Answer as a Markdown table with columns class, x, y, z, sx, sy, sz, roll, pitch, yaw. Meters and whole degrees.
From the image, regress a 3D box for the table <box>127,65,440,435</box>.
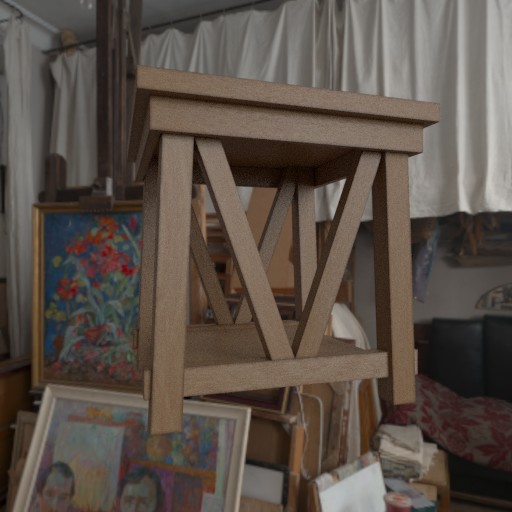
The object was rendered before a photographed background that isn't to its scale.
| class | x | y | z | sx | sy | sz | roll | pitch | yaw |
| --- | --- | --- | --- | --- | --- | --- | --- | --- | --- |
| table | 0.000 | 0.000 | 1.122 | 0.612 | 0.638 | 0.610 | 0 | 0 | -18 |
